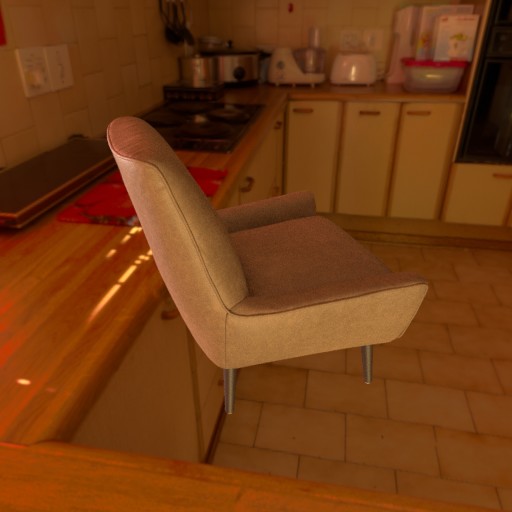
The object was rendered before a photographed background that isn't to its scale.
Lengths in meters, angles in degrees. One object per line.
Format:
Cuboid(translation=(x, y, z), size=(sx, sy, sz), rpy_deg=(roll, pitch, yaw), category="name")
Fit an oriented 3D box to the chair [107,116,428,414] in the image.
Cuboid(translation=(0.000, 0.000, 1.491), size=(0.824, 0.888, 0.787), rpy_deg=(-10, 31, -17), category="chair")
